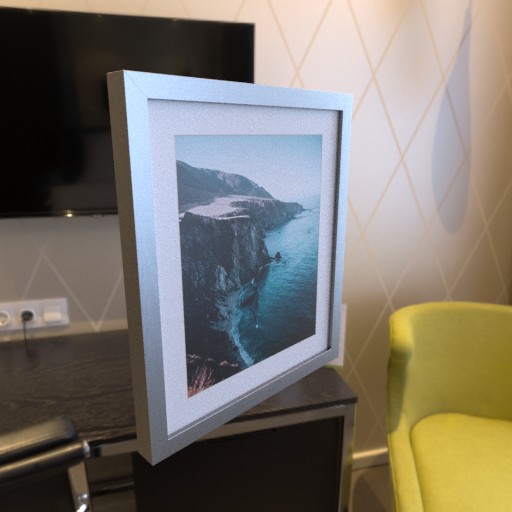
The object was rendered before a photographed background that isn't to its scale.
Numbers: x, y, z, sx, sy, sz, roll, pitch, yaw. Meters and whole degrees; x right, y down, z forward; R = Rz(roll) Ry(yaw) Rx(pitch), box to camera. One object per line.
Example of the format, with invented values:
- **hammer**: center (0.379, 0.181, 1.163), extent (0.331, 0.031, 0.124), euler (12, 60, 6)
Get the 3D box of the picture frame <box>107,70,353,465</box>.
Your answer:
- **picture frame**: center (0.000, 0.000, 1.346), extent (0.839, 0.968, 0.073), euler (-15, 21, -43)
